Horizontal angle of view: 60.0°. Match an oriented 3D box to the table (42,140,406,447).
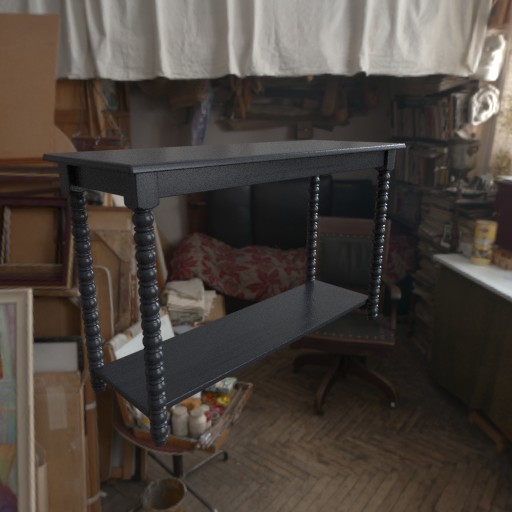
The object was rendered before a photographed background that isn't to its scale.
[{"bbox_3d":[0.000,0.000,1.545,0.459,0.735,1.184,16,23,42],"label":"table"}]
